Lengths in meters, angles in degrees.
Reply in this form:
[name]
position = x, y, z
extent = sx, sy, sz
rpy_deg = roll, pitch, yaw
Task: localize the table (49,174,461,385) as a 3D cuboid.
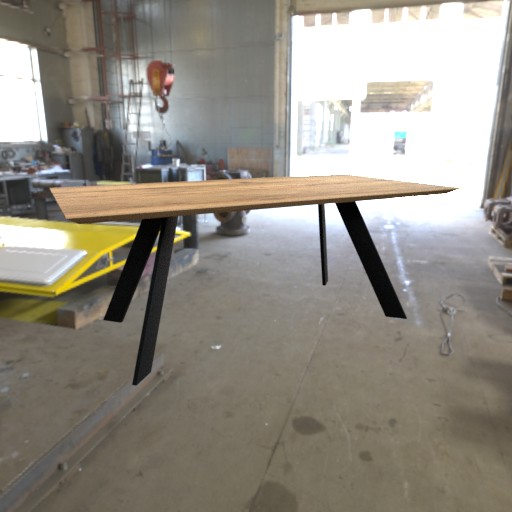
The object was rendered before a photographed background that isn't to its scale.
[table]
position = 0.000, 0.000, 2.510
extent = 2.000, 0.770, 1.000
rpy_deg = -8, 17, -26
